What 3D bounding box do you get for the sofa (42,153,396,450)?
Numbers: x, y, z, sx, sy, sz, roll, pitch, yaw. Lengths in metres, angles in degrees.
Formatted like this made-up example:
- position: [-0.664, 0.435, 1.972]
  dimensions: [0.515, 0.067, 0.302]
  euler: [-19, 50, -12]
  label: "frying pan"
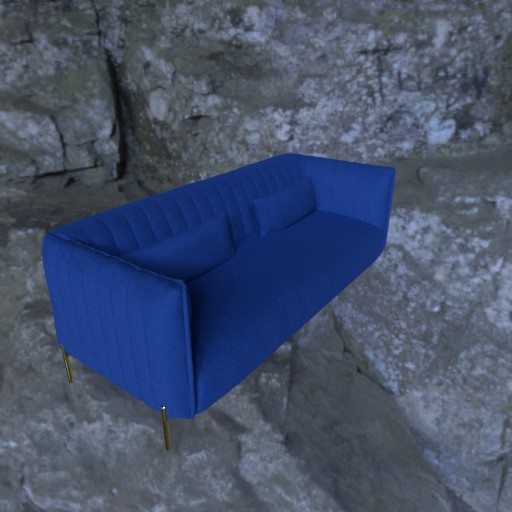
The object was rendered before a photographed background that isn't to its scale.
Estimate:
- position: [0.000, 0.000, 2.598]
  dimensions: [0.896, 0.793, 2.136]
  euler: [17, 30, 32]
  label: "sofa"
